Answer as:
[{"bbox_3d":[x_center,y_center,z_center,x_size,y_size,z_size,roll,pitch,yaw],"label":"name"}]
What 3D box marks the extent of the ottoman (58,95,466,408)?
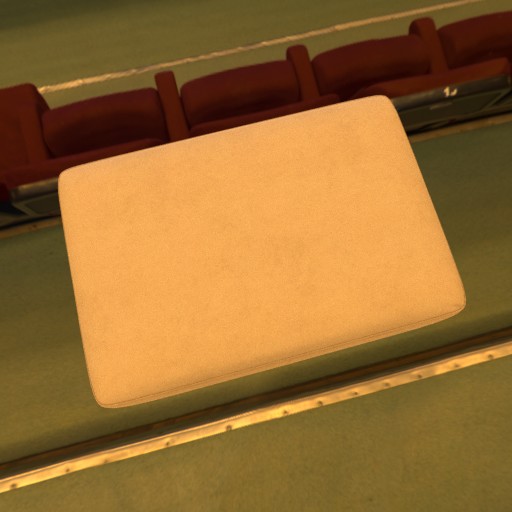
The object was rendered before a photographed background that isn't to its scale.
[{"bbox_3d":[0.000,0.000,1.189,0.864,0.483,0.584,-14,76,-4],"label":"ottoman"}]
